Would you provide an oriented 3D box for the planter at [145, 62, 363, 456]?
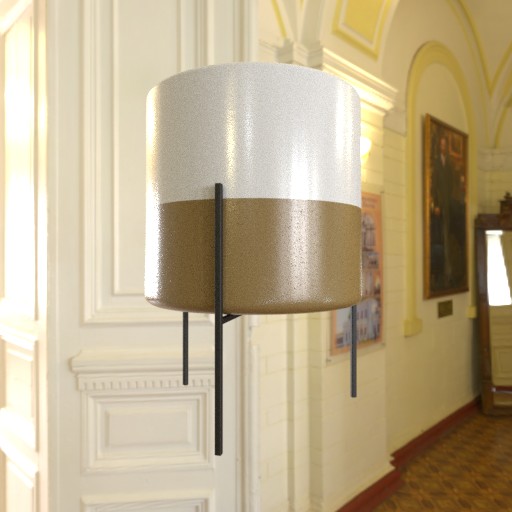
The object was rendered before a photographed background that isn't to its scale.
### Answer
[{"bbox_3d":[0.000,0.000,0.633,0.310,0.432,0.310,0,0,-1],"label":"planter"}]
